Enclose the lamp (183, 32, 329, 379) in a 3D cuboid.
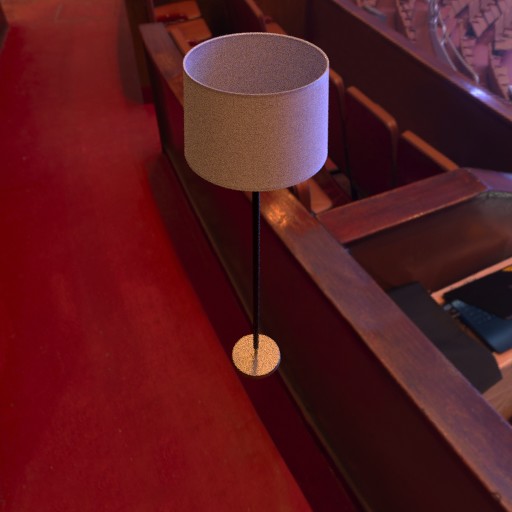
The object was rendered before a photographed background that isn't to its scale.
[{"bbox_3d":[0.000,0.000,1.651,0.420,1.447,0.420,0,47,0],"label":"lamp"}]
